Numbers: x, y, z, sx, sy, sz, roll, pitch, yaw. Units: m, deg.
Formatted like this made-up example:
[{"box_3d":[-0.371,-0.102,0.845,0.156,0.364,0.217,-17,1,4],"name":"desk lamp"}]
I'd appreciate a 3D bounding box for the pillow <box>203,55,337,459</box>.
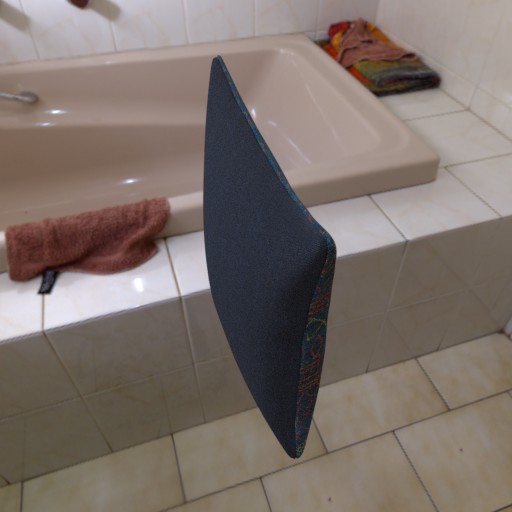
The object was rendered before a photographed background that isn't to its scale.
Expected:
[{"box_3d":[0.000,0.000,0.644,0.141,0.431,0.431,-11,46,-11],"name":"pillow"}]
